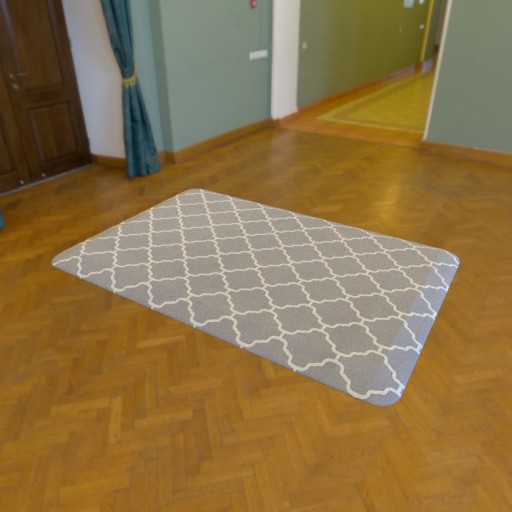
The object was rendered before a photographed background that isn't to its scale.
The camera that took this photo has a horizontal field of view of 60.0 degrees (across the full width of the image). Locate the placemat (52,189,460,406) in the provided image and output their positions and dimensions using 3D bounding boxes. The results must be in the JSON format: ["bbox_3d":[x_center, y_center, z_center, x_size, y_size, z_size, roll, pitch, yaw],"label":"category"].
[{"bbox_3d":[0.000,0.000,0.965,0.762,0.021,0.508,18,35,27],"label":"placemat"}]
